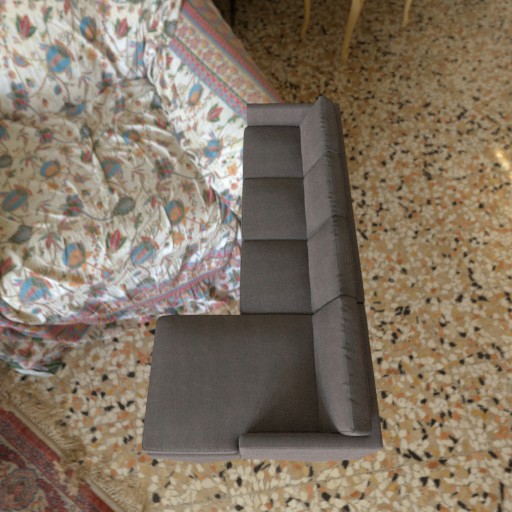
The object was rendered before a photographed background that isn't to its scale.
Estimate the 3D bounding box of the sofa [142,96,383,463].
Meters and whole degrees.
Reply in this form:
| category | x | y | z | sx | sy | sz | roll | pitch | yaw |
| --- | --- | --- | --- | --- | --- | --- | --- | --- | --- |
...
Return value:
| category | x | y | z | sx | sy | sz | roll | pitch | yaw |
| --- | --- | --- | --- | --- | --- | --- | --- | --- | --- |
| sofa | 0.000 | 0.000 | 3.839 | 1.650 | 0.922 | 3.205 | 0 | 60 | 0 |
